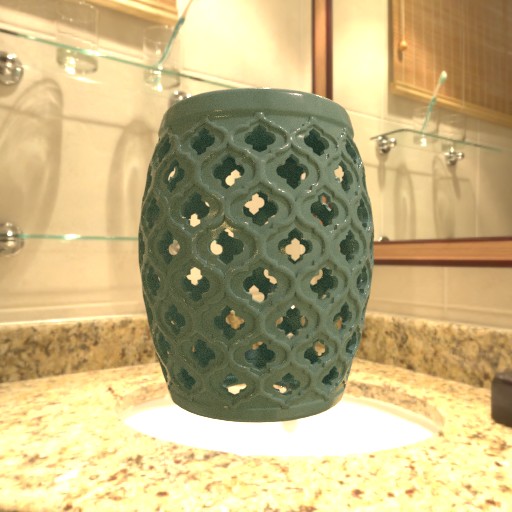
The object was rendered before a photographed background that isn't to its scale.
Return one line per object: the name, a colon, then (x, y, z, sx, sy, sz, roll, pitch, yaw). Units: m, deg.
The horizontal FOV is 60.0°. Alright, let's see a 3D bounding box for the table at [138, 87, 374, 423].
table: (0.000, 0.000, 0.632, 0.325, 0.388, 0.325, 0, 0, 0)
